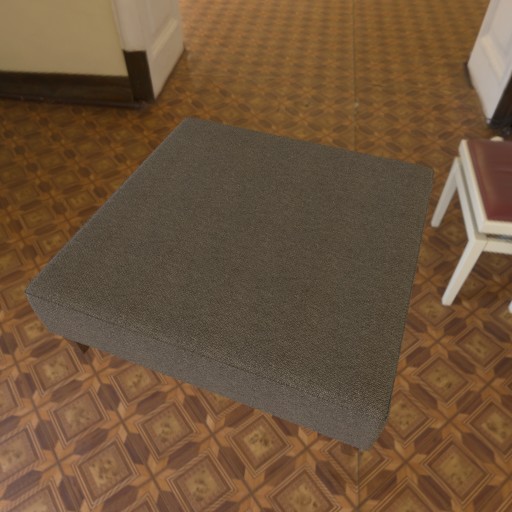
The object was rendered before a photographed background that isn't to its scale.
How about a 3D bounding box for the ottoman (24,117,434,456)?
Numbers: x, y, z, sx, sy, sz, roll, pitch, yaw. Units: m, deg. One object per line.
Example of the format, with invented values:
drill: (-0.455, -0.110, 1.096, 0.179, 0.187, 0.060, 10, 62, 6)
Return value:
ottoman: (0.000, 0.000, 1.474, 0.981, 0.378, 0.970, 16, 50, 14)
